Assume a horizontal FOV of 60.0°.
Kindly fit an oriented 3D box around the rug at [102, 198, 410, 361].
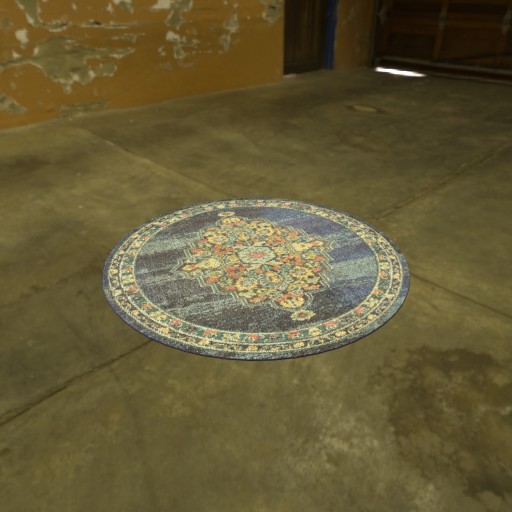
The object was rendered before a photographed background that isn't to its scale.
[{"bbox_3d":[0.000,0.000,2.387,1.591,0.010,1.591,0,30,0],"label":"rug"}]
